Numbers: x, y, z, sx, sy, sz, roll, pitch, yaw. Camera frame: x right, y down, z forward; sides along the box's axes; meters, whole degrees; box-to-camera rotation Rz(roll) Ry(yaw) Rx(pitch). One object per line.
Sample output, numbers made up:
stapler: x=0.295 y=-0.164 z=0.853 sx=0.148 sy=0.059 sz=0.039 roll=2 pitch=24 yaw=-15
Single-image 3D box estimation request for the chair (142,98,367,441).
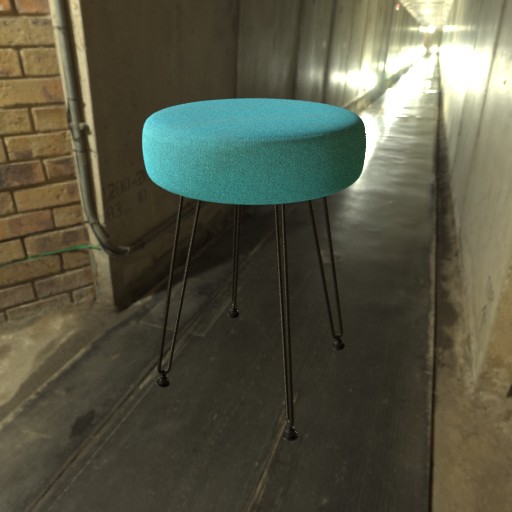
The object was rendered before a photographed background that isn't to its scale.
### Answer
chair: x=0.000 y=0.000 z=0.690 sx=0.350 sy=0.440 sz=0.350 roll=-8 pitch=28 yaw=-15
